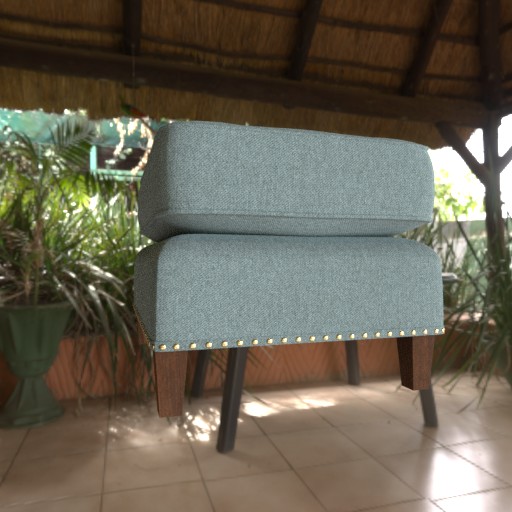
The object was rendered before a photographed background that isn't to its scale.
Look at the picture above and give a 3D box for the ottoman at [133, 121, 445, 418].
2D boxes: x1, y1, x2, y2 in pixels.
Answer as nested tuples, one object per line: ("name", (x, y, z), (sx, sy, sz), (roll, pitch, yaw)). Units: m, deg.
("ottoman", (0.000, 0.000, 1.142), (0.589, 0.537, 0.738), (0, 0, -18))
